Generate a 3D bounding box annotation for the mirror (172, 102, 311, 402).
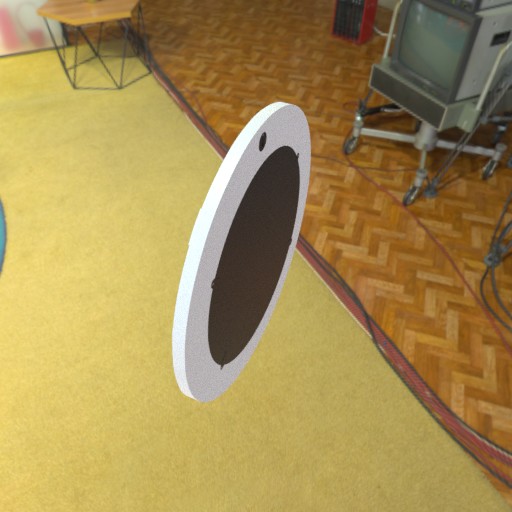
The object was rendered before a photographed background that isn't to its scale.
[{"bbox_3d":[0.000,0.000,1.378,0.038,0.914,0.914,18,49,16],"label":"mirror"}]
